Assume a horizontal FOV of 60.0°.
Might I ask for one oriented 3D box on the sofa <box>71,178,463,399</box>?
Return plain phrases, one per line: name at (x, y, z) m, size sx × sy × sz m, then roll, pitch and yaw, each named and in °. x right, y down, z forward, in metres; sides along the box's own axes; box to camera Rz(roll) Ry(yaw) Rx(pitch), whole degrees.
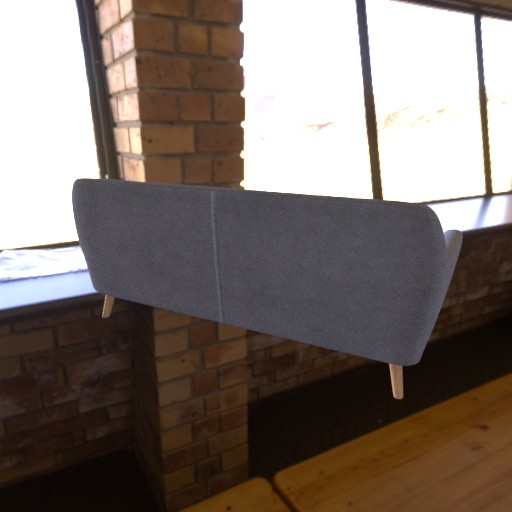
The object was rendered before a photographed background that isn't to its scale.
sofa at (0.000, 0.000, 2.400) m, size 1.970 × 0.830 × 0.830 m, roll 9°, pitch 18°, yaw 28°
